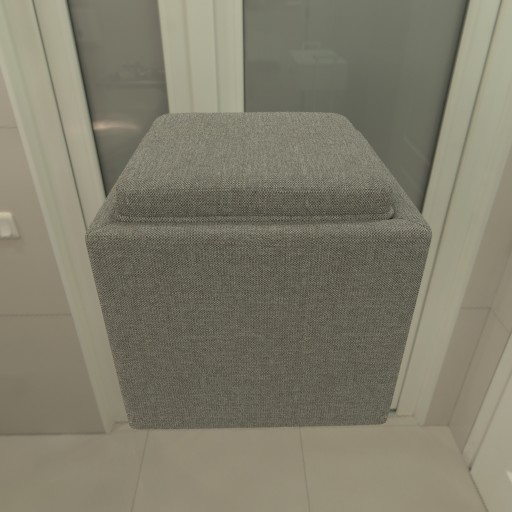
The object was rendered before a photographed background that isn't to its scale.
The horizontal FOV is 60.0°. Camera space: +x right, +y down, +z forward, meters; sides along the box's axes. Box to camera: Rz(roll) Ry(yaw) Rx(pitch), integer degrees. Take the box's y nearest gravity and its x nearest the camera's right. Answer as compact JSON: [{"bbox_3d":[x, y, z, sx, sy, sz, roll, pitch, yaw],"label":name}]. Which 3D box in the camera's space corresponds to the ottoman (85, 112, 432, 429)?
[{"bbox_3d":[0.000,0.000,0.835,0.450,0.460,0.450,-1,32,-1],"label":"ottoman"}]
